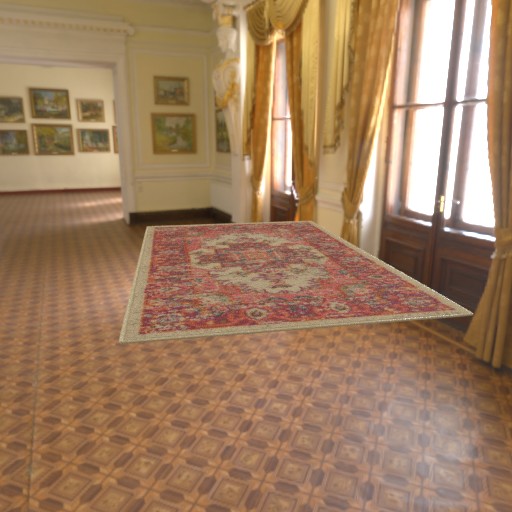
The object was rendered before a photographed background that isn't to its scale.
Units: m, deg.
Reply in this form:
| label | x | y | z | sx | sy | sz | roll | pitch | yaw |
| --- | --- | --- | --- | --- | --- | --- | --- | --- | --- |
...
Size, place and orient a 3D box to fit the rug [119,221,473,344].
| label | x | y | z | sx | sy | sz | roll | pitch | yaw |
| --- | --- | --- | --- | --- | --- | --- | --- | --- | --- |
| rug | 0.000 | 0.000 | 1.078 | 0.556 | 0.004 | 0.868 | -3 | 15 | -10 |
